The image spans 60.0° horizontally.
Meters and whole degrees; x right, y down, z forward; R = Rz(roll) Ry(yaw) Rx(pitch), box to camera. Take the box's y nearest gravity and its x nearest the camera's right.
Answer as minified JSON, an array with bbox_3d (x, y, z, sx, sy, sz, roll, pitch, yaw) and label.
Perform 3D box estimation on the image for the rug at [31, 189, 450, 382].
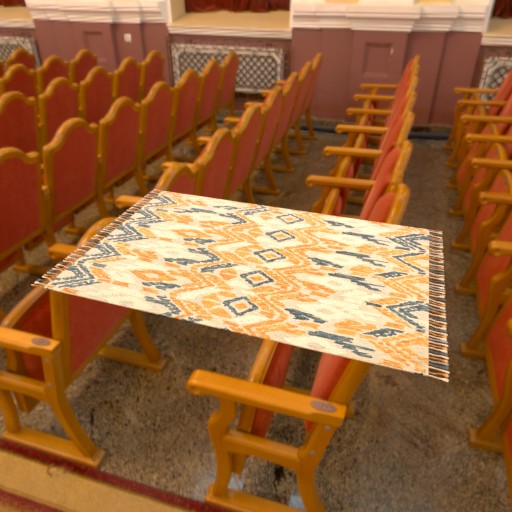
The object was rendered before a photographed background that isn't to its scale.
[{"bbox_3d":[0.000,0.000,3.017,2.428,0.010,1.533,10,34,15],"label":"rug"}]
